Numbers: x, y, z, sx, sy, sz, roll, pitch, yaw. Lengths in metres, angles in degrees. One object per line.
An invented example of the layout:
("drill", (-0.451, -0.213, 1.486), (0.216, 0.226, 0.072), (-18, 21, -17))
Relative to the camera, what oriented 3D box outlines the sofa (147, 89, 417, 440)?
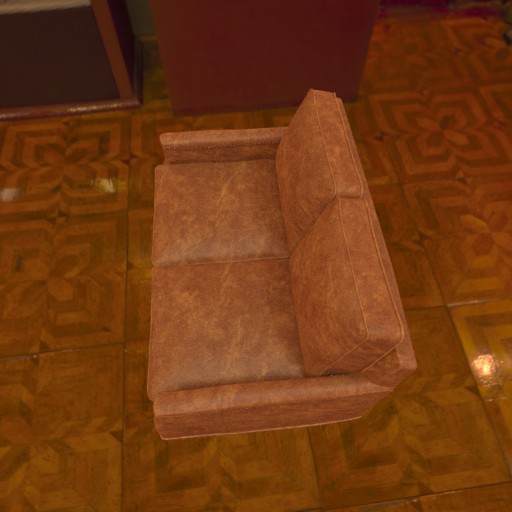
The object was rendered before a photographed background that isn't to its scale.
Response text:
("sofa", (0.000, 0.000, 2.288), (1.084, 1.003, 1.597), (-4, 59, -3))
